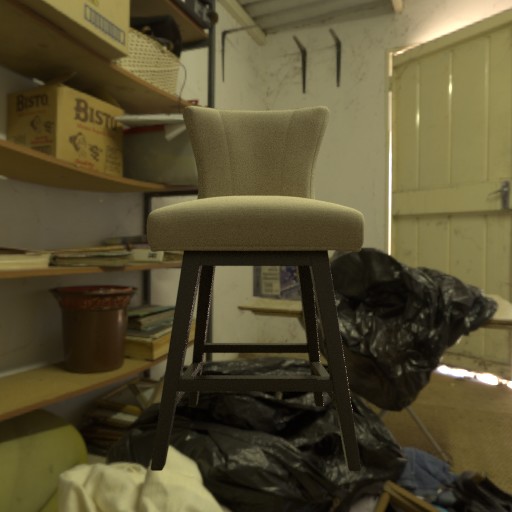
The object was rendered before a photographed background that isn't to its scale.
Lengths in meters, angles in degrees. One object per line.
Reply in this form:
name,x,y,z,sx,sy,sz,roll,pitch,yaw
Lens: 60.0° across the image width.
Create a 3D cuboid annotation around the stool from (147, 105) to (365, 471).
stool,0.000,0.000,1.298,0.514,1.000,0.574,0,2,0
